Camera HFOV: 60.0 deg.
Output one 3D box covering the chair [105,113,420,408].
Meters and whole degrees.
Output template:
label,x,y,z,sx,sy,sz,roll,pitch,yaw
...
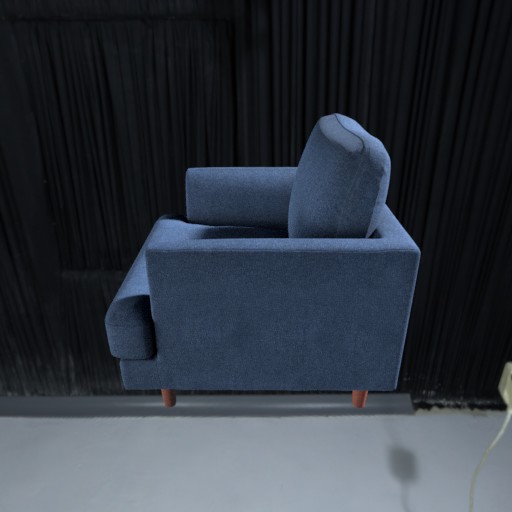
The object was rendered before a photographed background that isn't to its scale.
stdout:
label,x,y,z,sx,sy,sz,roll,pitch,yaw
chair,0.000,0.000,1.649,0.899,0.957,0.858,0,27,0
